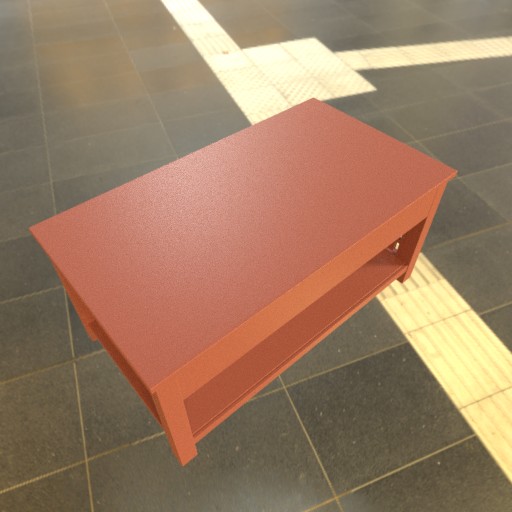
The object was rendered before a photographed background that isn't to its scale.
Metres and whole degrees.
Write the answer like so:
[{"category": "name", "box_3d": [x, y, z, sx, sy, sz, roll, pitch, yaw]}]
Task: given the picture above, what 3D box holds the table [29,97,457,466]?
[{"category": "table", "box_3d": [0.000, 0.000, 1.426, 1.068, 0.493, 0.612, -32, 55, -27]}]
